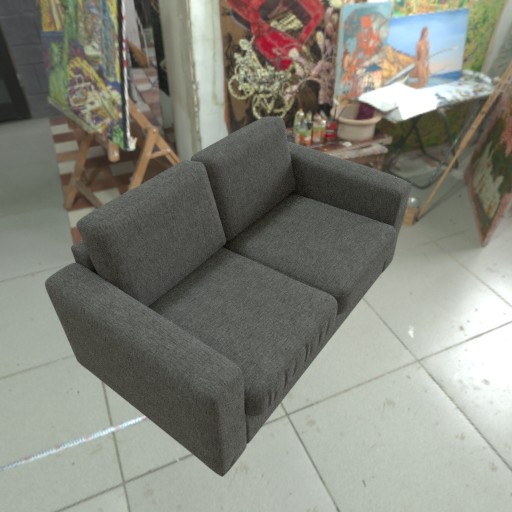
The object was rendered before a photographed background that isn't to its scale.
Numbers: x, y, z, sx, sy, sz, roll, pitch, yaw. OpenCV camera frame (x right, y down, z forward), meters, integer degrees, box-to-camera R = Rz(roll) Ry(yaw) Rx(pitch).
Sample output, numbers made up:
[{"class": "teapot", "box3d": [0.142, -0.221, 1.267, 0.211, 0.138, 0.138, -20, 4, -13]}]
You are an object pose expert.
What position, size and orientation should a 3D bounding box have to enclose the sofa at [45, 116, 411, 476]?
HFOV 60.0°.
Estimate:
[{"class": "sofa", "box3d": [0.000, 0.000, 2.014, 0.900, 0.800, 1.520, 26, 47, 27]}]
